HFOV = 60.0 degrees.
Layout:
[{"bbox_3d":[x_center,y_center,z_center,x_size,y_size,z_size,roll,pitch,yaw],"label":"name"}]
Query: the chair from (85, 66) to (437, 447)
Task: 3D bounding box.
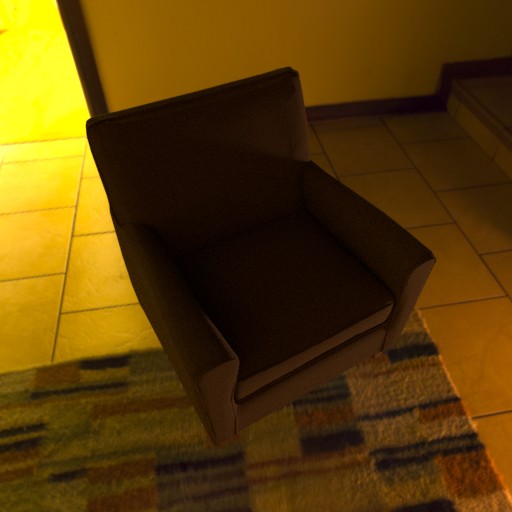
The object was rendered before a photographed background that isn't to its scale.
[{"bbox_3d":[0.000,0.000,1.588,0.836,0.911,0.831,-23,51,-20],"label":"chair"}]
